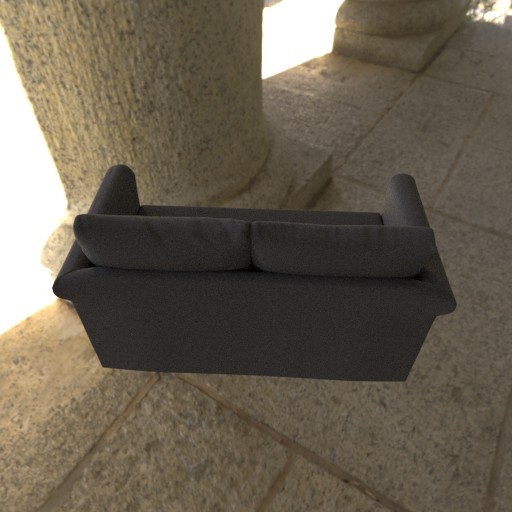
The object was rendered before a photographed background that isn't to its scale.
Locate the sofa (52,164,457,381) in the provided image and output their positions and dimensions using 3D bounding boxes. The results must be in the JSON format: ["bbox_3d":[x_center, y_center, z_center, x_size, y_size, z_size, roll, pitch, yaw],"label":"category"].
[{"bbox_3d":[0.000,0.000,1.967,1.460,0.872,0.741,2,46,2],"label":"sofa"}]
